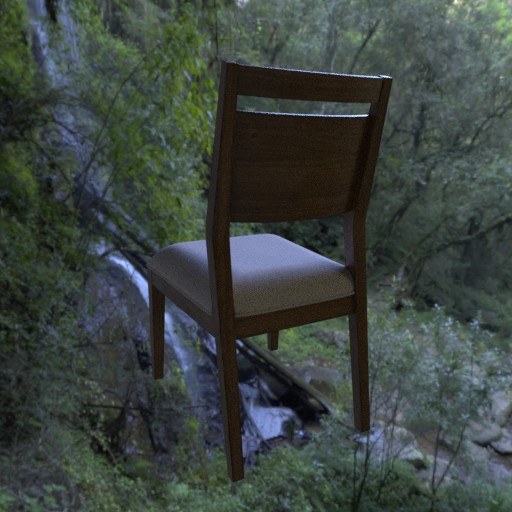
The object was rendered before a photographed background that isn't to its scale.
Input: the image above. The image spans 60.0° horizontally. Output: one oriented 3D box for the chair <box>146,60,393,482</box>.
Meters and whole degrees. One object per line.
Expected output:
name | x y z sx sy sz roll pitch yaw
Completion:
chair | 0.000 0.000 1.282 0.497 0.939 0.610 -7 16 -27
